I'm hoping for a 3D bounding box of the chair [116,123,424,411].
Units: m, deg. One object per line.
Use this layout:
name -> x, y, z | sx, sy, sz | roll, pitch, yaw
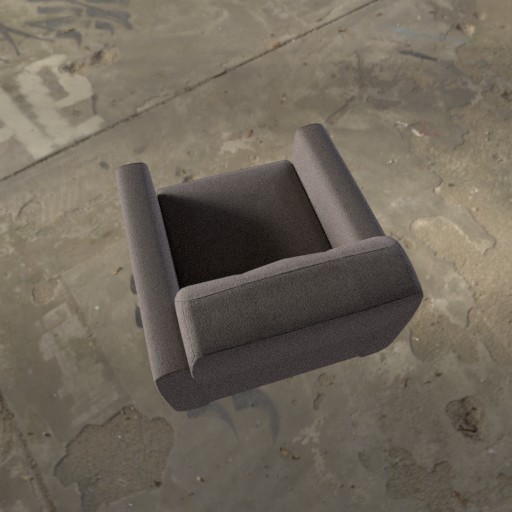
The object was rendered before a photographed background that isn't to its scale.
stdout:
chair -> 0.000, 0.000, 1.565 | 0.831, 0.839, 0.907 | -15, 60, -9
